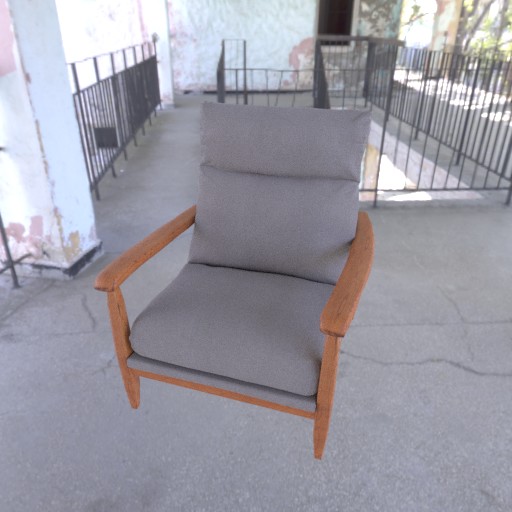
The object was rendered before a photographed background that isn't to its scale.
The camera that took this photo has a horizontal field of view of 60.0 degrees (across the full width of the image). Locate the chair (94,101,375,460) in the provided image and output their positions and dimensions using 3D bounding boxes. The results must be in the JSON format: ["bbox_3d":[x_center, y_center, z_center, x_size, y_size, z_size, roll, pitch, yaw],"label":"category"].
[{"bbox_3d":[0.000,0.000,1.540,0.782,0.922,0.816,9,29,16],"label":"chair"}]
